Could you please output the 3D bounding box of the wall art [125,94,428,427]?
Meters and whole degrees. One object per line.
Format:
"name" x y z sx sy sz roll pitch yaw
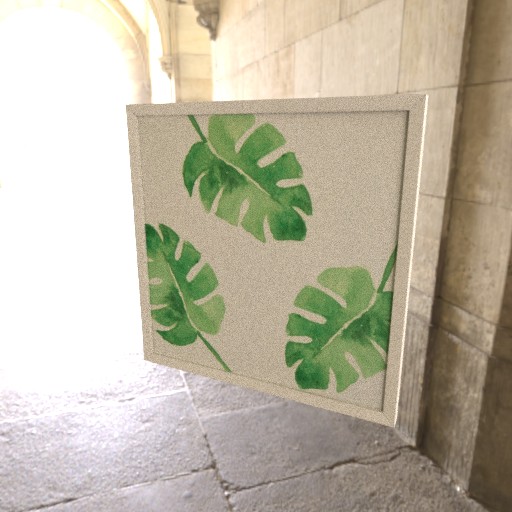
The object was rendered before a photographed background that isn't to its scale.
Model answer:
"wall art" 0.000 0.000 1.148 0.762 0.762 0.040 7 17 25
